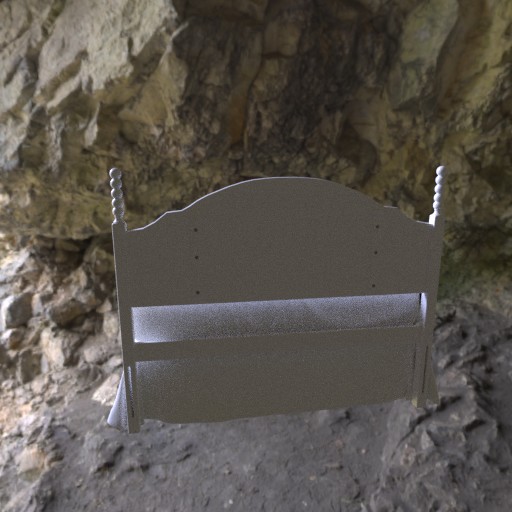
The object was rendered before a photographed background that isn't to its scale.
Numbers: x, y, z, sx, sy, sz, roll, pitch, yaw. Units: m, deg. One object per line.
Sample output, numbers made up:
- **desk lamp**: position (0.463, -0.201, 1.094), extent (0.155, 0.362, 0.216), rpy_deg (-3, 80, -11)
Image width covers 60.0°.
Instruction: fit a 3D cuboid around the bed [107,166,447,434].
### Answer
- **bed**: position (0.000, 0.000, 3.229), extent (1.873, 1.356, 2.040), rpy_deg (-2, 14, -8)
